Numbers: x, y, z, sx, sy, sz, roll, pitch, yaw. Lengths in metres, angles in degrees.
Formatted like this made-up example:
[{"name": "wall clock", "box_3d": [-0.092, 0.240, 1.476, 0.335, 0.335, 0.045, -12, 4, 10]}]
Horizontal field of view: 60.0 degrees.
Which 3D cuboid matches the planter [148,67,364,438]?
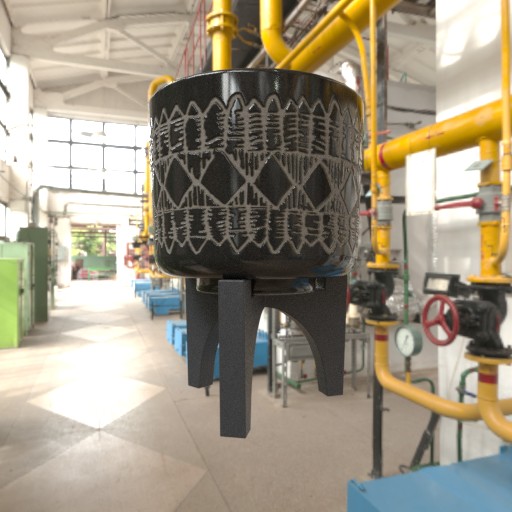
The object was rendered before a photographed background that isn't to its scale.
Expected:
[{"name": "planter", "box_3d": [0.000, 0.000, 0.271, 0.129, 0.177, 0.129, 0, 0, 0]}]
